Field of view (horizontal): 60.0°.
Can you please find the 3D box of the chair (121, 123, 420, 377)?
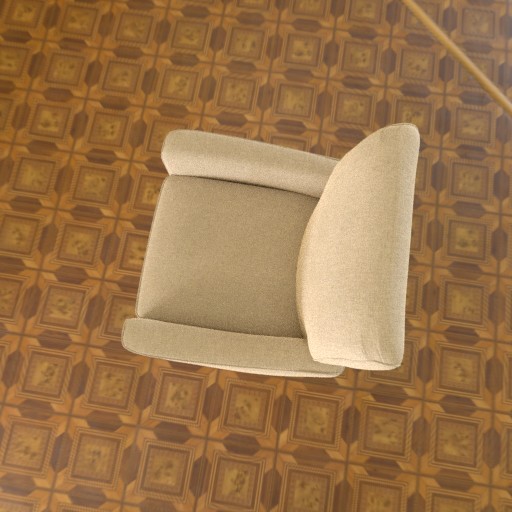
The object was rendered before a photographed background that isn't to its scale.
[{"bbox_3d":[0.000,0.000,1.650,0.859,1.023,0.845,8,77,2],"label":"chair"}]
